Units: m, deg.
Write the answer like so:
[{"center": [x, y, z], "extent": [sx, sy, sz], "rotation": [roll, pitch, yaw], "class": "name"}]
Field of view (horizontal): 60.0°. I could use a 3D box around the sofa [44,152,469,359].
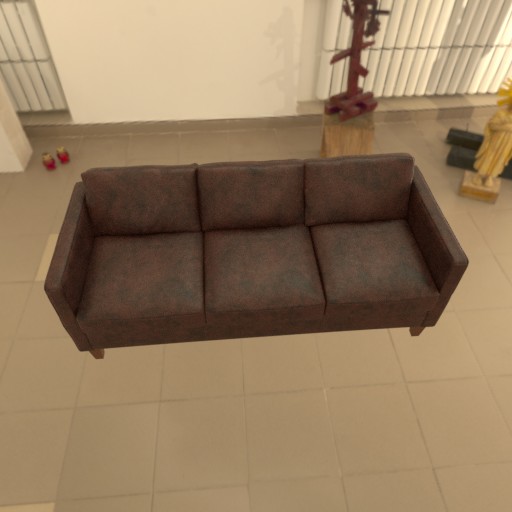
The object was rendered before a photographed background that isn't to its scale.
[{"center": [0.000, 0.000, 3.043], "extent": [2.464, 1.006, 1.045], "rotation": [-3, 48, -3], "class": "sofa"}]
